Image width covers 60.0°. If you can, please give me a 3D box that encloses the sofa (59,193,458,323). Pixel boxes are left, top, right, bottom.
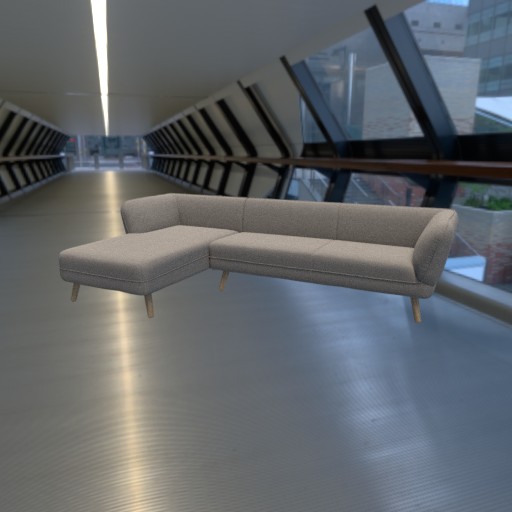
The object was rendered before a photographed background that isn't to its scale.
[{"bbox_3d":[0.000,0.000,3.314,2.653,0.693,1.532,7,16,26],"label":"sofa"}]
